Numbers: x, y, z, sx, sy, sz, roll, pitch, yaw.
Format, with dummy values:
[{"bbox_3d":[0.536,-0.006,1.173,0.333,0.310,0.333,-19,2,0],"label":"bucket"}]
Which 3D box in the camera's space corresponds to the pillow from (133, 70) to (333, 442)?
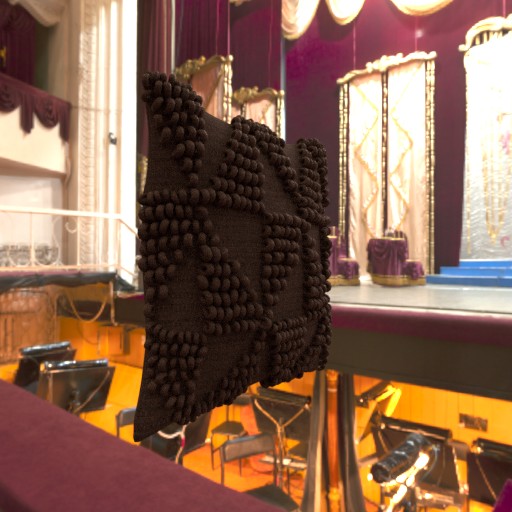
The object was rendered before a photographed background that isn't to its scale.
[{"bbox_3d":[0.000,0.000,0.729,0.172,0.467,0.470,-1,-1,37],"label":"pillow"}]
